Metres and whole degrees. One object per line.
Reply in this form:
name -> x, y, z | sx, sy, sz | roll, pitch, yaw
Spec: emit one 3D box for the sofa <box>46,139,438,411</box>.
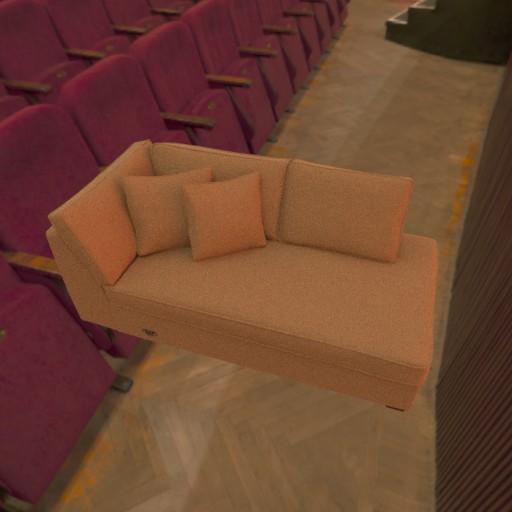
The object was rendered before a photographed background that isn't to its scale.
sofa -> 0.000, 0.000, 2.852 | 2.237, 1.033, 1.110 | 12, 43, 13
